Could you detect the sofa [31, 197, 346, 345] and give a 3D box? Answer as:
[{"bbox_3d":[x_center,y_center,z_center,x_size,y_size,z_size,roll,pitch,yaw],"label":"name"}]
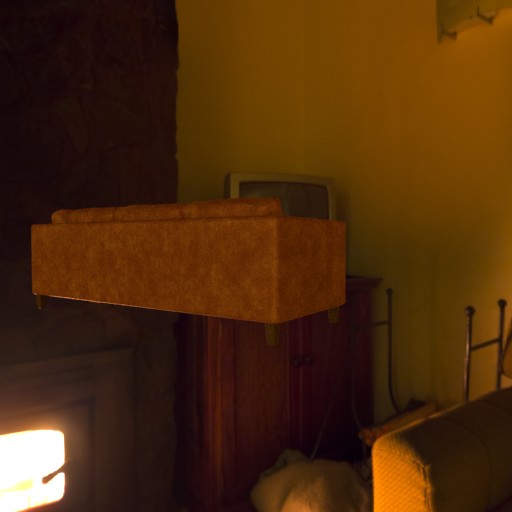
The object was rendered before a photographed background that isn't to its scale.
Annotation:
[{"bbox_3d":[0.000,0.000,4.337,2.438,0.838,3.150,1,2,34],"label":"sofa"}]
